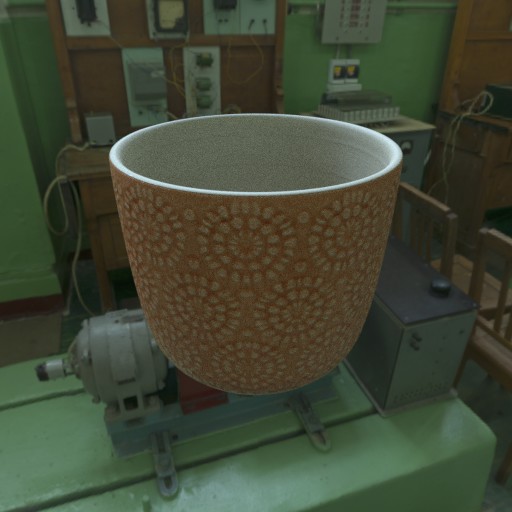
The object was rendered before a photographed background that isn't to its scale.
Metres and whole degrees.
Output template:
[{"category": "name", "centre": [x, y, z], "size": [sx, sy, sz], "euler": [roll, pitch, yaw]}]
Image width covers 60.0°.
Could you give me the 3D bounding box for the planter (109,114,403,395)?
[{"category": "planter", "centre": [0.000, 0.000, 0.371], "size": [0.208, 0.190, 0.208], "euler": [0, 29, 0]}]
